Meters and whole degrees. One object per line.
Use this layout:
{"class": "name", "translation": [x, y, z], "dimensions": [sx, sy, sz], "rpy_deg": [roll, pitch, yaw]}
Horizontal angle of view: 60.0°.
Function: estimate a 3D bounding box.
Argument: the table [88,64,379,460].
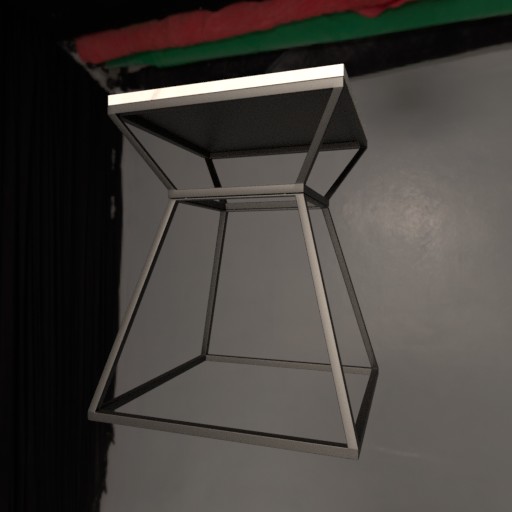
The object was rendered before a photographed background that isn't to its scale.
{"class": "table", "translation": [0.000, 0.000, 0.897], "dimensions": [0.455, 0.559, 0.455], "rpy_deg": [0, 1, 19]}
